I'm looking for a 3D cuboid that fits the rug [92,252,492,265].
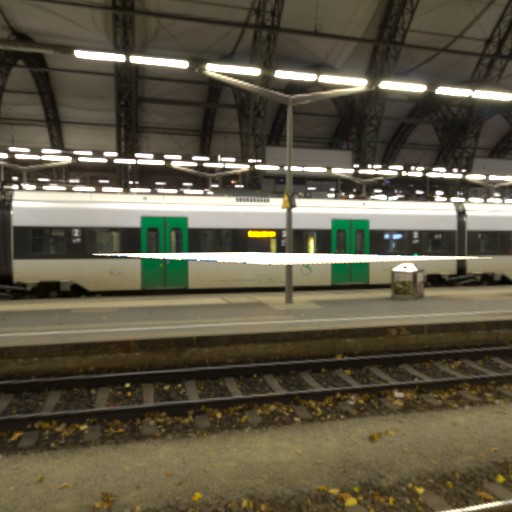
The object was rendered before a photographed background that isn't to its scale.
[{"bbox_3d":[0.000,0.000,3.044,1.532,0.010,2.441,-1,2,-36],"label":"rug"}]
